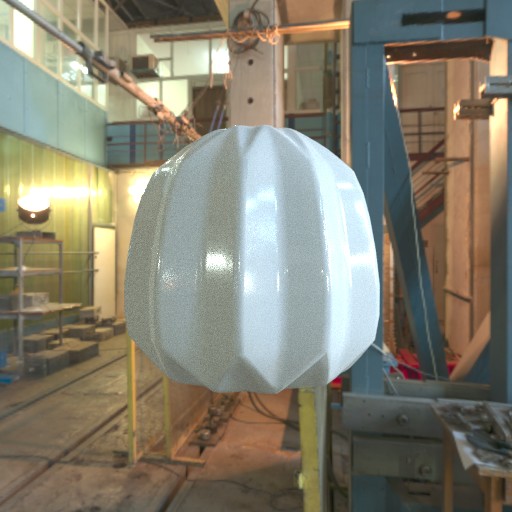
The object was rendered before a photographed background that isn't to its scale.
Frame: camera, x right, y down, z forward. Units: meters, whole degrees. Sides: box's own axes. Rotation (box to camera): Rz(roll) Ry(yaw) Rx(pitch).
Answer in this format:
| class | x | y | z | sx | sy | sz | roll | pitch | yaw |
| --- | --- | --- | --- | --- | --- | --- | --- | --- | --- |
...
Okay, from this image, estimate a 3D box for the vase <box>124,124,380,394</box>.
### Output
| class | x | y | z | sx | sy | sz | roll | pitch | yaw |
| --- | --- | --- | --- | --- | --- | --- | --- | --- | --- |
| vase | 0.000 | 0.000 | 0.250 | 0.139 | 0.134 | 0.139 | 0 | 0 | 0 |
